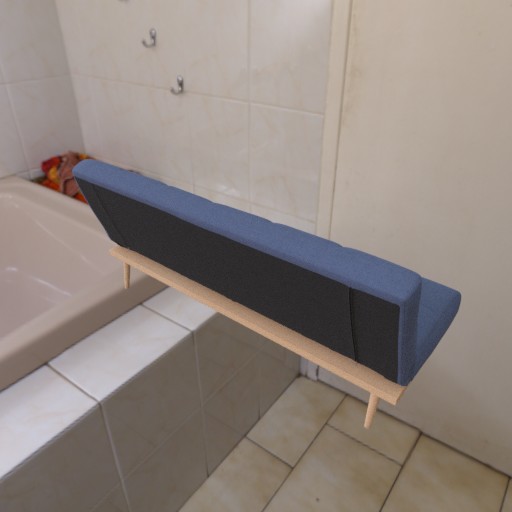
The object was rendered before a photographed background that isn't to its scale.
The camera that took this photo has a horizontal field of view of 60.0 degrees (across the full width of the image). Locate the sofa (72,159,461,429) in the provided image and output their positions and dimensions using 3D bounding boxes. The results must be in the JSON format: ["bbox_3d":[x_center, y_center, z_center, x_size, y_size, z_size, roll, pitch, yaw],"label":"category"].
[{"bbox_3d":[0.000,0.000,2.203,1.800,0.800,0.796,22,37,33],"label":"sofa"}]
